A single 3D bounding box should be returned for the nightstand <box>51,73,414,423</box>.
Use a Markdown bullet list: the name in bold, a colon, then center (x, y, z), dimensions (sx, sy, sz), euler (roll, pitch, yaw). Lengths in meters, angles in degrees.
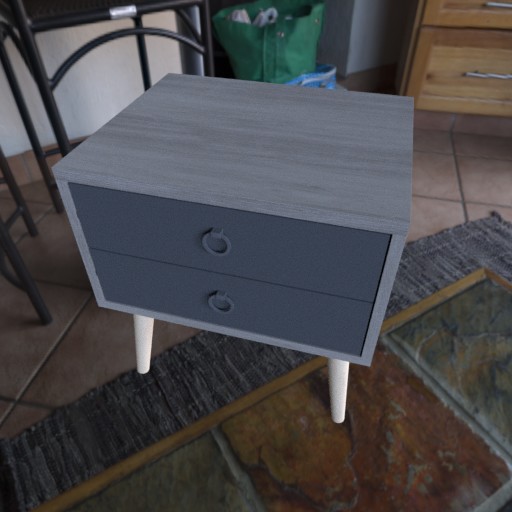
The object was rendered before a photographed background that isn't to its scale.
- **nightstand**: center (0.000, 0.000, 0.823), dimensions (0.450, 0.500, 0.380), euler (10, 42, 12)
